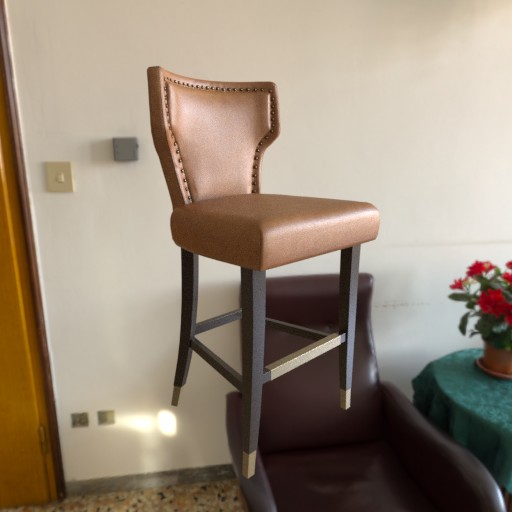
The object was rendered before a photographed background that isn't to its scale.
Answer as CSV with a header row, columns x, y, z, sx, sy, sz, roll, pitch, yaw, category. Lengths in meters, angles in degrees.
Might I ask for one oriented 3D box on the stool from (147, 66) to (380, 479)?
x,y,z,sx,sy,sz,roll,pitch,yaw,category
0.000,0.000,1.388,0.526,1.092,0.563,-14,20,-43,stool
